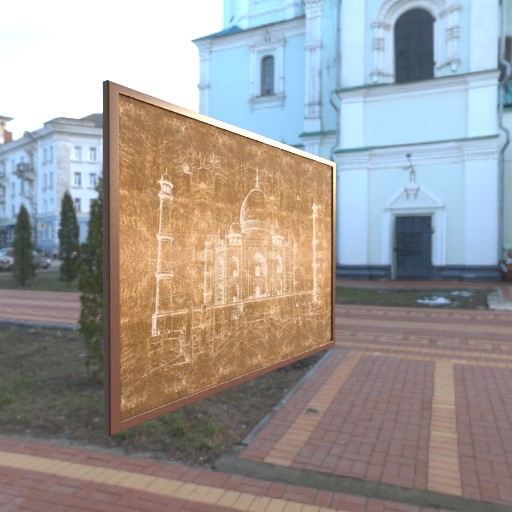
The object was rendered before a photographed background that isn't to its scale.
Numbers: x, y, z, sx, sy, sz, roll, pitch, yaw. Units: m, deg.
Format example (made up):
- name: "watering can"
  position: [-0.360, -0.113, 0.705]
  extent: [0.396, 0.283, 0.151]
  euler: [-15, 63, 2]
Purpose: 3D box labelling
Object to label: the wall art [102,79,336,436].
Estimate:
- name: "wall art"
  position: [0.000, 0.000, 0.836]
  extent: [0.014, 0.455, 0.660]
  euler: [1, 1, 36]
